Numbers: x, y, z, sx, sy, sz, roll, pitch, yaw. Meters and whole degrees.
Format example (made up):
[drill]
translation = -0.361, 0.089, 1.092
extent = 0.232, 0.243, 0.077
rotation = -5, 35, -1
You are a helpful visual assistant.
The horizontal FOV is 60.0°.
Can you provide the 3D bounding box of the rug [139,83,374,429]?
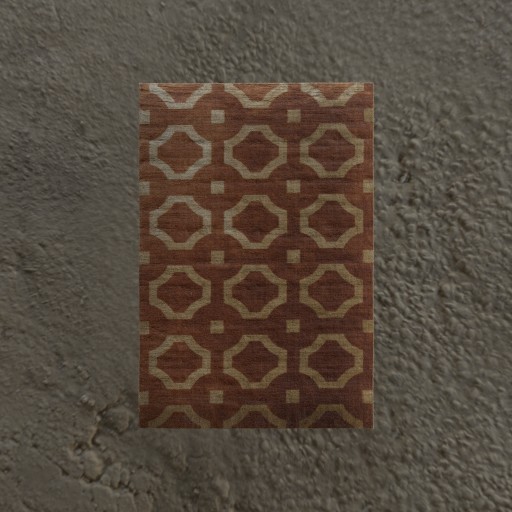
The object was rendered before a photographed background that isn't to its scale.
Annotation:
[rug]
translation = 0.000, 0.000, 2.929
extent = 1.555, 0.016, 2.286
rotation = 0, 90, 0
